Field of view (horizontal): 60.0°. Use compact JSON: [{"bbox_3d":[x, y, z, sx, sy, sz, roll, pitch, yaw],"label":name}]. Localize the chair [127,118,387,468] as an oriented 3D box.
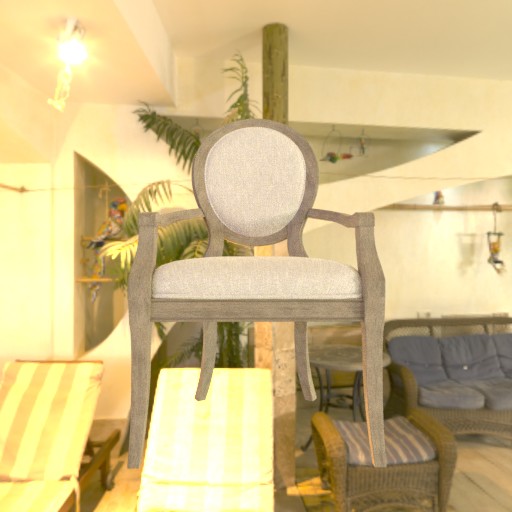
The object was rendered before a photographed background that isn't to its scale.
[{"bbox_3d":[0.000,0.000,1.337,0.611,0.991,0.602,0,0,-1],"label":"chair"}]
